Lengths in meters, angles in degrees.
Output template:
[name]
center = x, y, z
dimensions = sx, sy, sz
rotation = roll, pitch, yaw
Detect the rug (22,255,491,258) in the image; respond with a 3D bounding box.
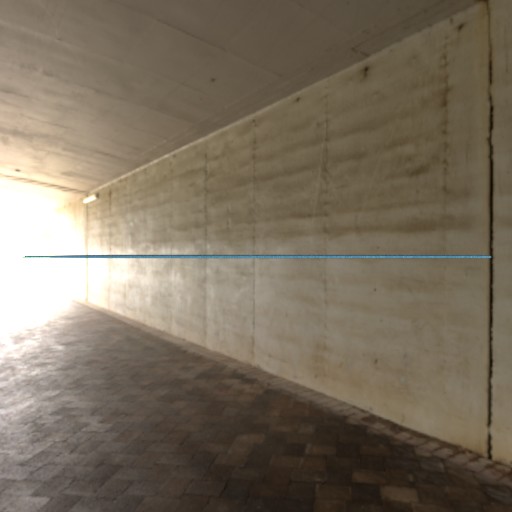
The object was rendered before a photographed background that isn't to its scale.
[rug]
center = 0.000, 0.000, 2.333
dimensions = 1.833, 0.012, 1.211
rotation = 0, 0, -1
